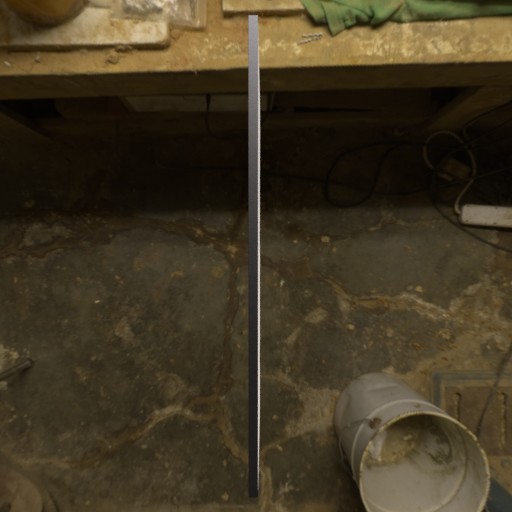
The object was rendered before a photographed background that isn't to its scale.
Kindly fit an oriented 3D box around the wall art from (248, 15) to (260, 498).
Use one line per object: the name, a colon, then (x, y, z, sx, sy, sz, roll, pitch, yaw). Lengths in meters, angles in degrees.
wall art: (0.000, 0.000, 1.210, 0.019, 0.660, 0.957, 0, 91, 1)
